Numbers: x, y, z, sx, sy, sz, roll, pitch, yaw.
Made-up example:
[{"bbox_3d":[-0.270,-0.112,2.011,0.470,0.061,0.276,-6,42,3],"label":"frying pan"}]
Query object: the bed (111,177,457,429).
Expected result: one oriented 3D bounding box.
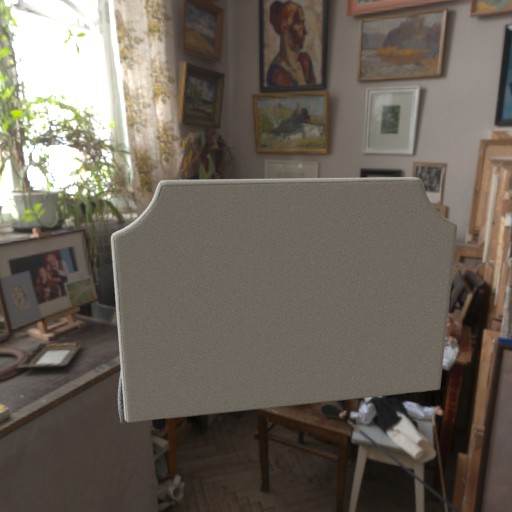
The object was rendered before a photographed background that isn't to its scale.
[{"bbox_3d":[0.000,0.000,4.151,2.350,1.590,2.773,-2,14,-10],"label":"bed"}]
